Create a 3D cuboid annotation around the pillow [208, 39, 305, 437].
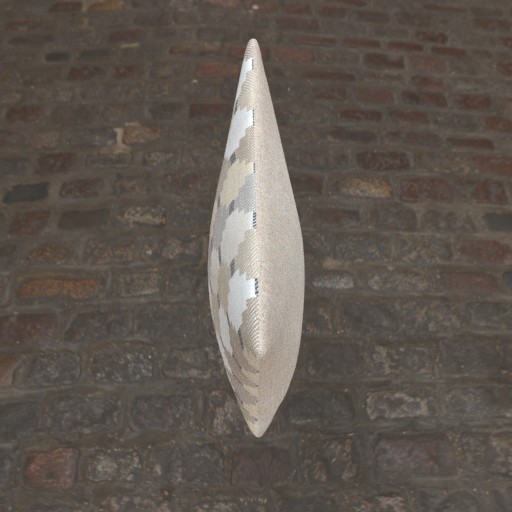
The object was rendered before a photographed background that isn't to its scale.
[{"bbox_3d":[0.000,0.000,0.863,0.192,0.558,0.578,-1,59,-1],"label":"pillow"}]
